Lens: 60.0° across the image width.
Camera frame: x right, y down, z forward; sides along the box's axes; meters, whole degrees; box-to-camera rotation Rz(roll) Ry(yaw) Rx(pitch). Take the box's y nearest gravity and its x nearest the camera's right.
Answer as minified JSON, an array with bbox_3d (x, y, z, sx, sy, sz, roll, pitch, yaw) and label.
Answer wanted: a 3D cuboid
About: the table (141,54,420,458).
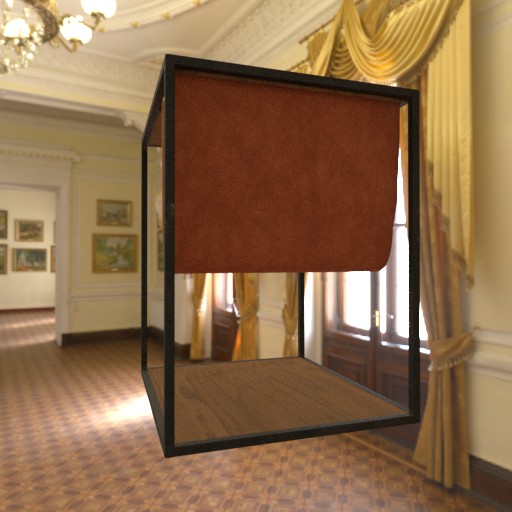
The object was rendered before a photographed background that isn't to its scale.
[{"bbox_3d":[0.000,0.000,0.854,0.399,0.536,0.450,0,0,-18],"label":"table"}]
